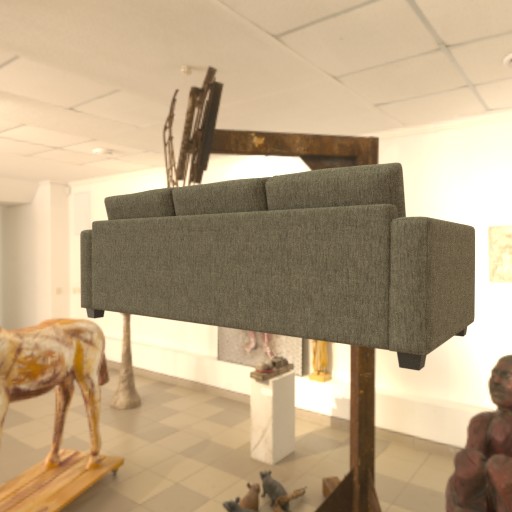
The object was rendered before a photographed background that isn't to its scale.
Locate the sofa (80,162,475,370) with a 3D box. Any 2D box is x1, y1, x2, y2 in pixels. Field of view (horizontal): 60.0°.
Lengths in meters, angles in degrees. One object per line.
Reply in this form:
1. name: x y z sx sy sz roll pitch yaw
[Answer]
1. sofa: 0.000 0.000 2.552 2.160 0.800 0.900 1 1 36
